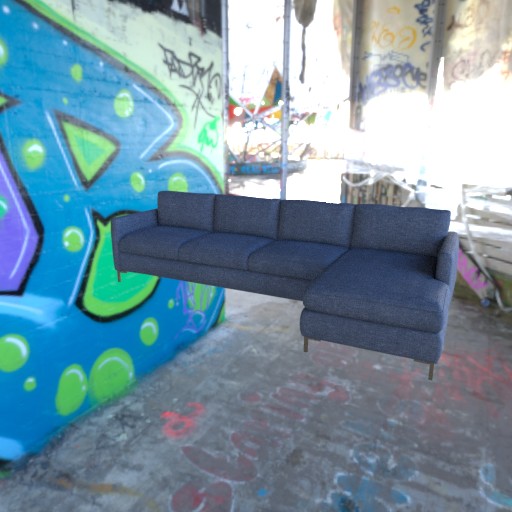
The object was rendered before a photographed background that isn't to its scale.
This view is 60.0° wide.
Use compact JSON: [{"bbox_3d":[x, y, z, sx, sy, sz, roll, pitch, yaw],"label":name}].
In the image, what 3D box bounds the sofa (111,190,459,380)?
[{"bbox_3d":[0.000,0.000,3.560,2.932,0.810,1.350,7,17,26],"label":"sofa"}]
